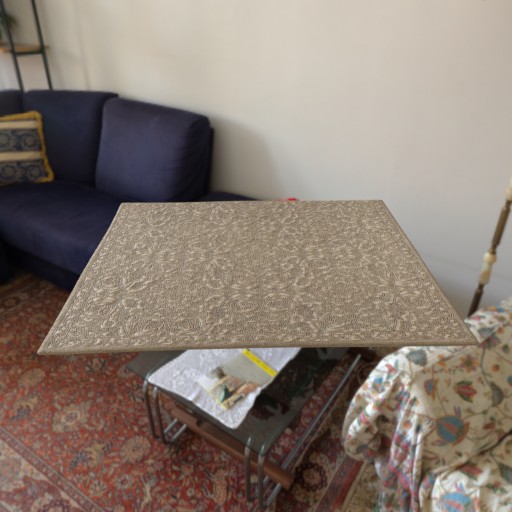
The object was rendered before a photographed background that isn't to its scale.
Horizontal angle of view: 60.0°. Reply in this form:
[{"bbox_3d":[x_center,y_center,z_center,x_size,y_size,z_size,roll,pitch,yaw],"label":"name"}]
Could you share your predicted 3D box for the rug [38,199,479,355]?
[{"bbox_3d":[0.000,0.000,4.064,3.017,0.035,2.472,-1,31,-2],"label":"rug"}]
